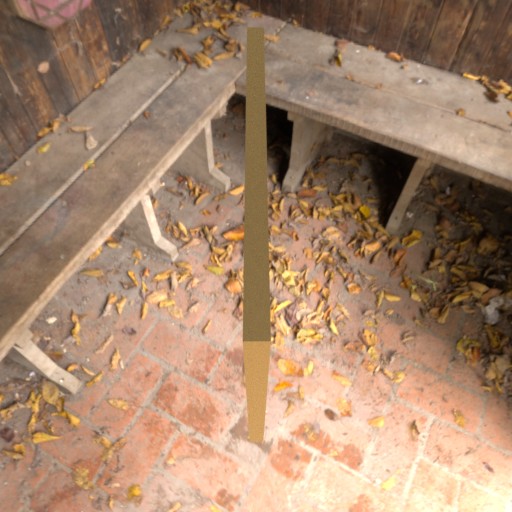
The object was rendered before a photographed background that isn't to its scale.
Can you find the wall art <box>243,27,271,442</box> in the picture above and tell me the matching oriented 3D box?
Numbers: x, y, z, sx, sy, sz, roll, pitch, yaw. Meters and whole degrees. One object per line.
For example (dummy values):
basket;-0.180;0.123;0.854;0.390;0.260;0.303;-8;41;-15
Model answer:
wall art;0.000;0.000;2.874;0.099;1.926;1.926;0;58;0
